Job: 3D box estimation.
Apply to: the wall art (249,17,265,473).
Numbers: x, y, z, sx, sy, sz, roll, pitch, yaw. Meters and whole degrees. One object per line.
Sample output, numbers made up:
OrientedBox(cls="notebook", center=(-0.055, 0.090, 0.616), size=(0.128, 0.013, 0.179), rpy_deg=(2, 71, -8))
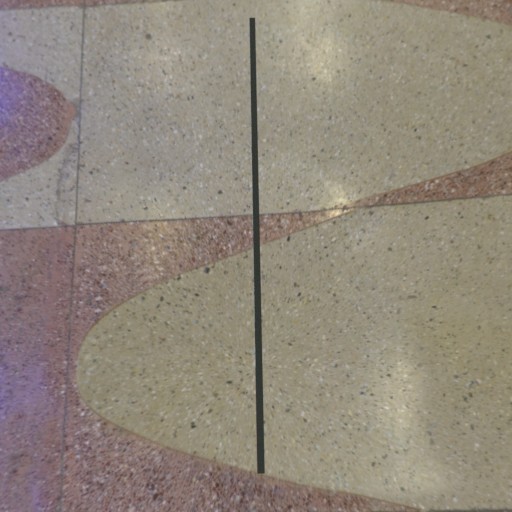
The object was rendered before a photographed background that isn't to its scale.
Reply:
OrientedBox(cls="wall art", center=(0.000, 0.000, 1.223), size=(0.013, 0.665, 0.963), rpy_deg=(-1, 76, 0))
